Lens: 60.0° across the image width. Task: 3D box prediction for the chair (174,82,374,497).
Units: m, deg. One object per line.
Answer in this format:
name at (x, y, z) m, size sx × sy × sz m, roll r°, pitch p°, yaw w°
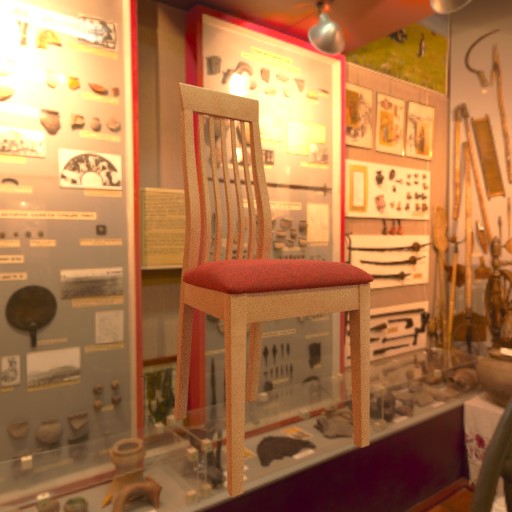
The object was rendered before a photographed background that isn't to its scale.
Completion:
chair at (0.000, 0.000, 1.253) m, size 0.460 × 1.027 × 0.474 m, roll -1°, pitch 2°, yaw -35°
